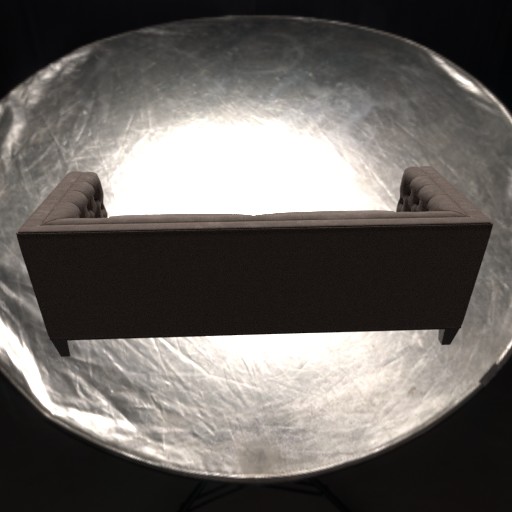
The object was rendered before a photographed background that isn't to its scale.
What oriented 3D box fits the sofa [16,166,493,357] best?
[{"bbox_3d":[0.000,0.000,2.507,2.159,0.762,0.775,-1,31,-2],"label":"sofa"}]
